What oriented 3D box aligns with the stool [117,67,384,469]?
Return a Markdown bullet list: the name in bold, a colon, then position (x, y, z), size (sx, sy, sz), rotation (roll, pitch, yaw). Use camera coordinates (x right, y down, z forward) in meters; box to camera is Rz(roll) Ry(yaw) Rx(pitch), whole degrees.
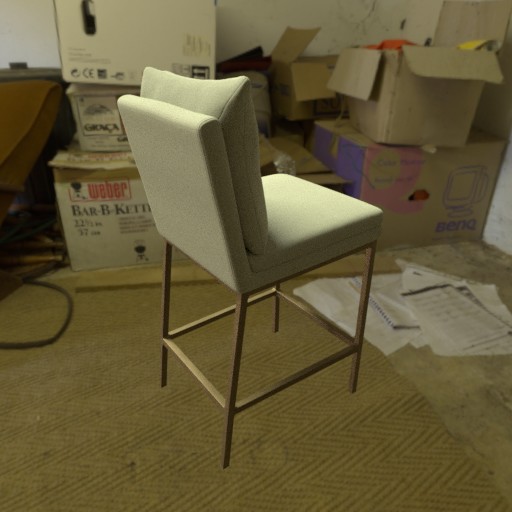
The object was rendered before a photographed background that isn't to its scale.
- **stool**: position (0.000, 0.000, 1.312), size (0.572, 1.032, 0.463), rotation (-18, 32, -32)
